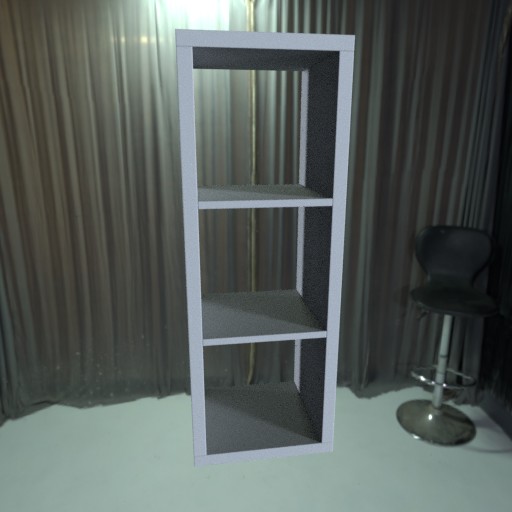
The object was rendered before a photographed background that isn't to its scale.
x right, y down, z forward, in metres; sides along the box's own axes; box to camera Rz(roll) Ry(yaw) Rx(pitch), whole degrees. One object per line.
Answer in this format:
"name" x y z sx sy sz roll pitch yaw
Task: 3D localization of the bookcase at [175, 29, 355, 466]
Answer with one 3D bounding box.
"bookcase" 0.000 0.000 1.246 0.390 1.080 0.330 -2 15 -8
